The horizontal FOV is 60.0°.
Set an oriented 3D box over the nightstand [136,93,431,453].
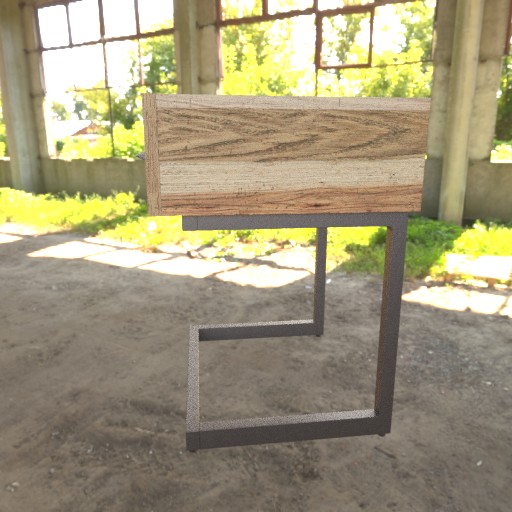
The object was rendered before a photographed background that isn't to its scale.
[{"bbox_3d":[0.000,0.000,1.007,0.481,0.632,0.558,-2,14,-7],"label":"nightstand"}]
